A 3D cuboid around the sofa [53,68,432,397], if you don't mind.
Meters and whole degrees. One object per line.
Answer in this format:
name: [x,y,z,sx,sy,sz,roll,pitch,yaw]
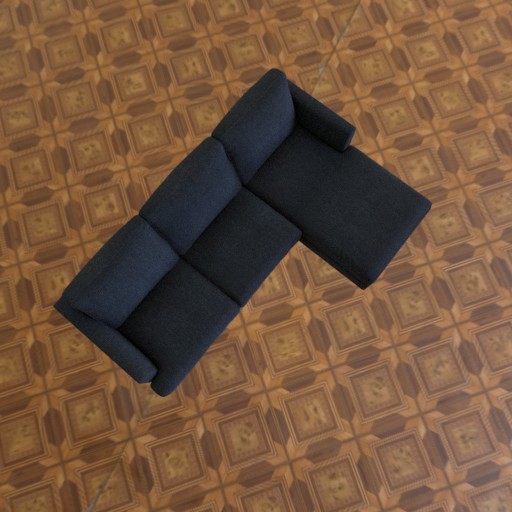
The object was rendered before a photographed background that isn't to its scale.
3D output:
sofa: [0.000,0.000,3.076,1.504,0.956,2.233,38,79,9]
